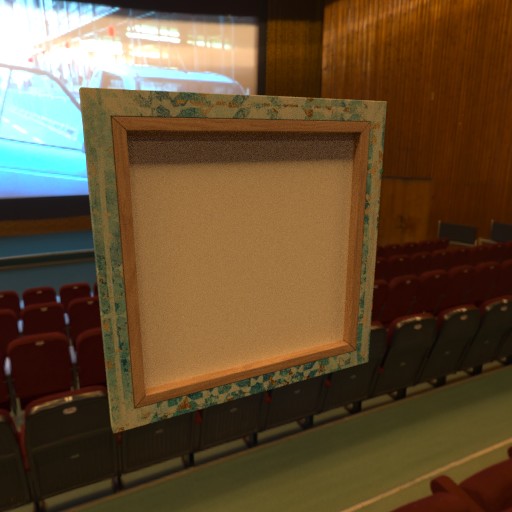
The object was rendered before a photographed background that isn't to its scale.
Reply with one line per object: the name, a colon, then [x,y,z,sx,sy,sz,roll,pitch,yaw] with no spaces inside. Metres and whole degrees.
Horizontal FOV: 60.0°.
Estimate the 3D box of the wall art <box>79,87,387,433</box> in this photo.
wall art: [0.000,0.000,1.344,0.916,0.916,0.040,-7,17,-26]
